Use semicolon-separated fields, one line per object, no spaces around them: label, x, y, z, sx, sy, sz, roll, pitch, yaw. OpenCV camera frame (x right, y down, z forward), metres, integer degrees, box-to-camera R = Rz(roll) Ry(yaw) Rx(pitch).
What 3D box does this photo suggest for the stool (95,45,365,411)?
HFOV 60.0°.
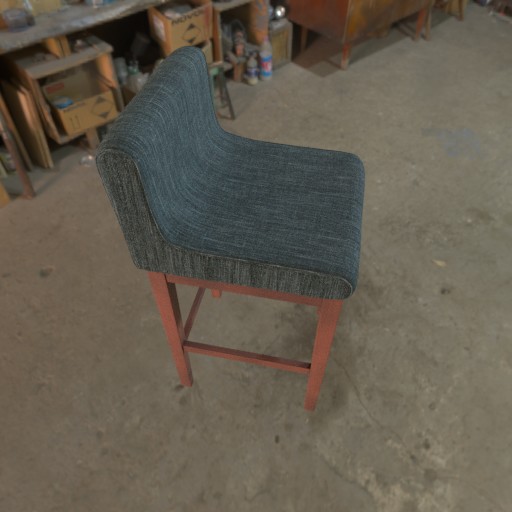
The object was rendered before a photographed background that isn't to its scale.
stool;0.000;0.000;1.085;0.459;0.835;0.395;9;48;8
